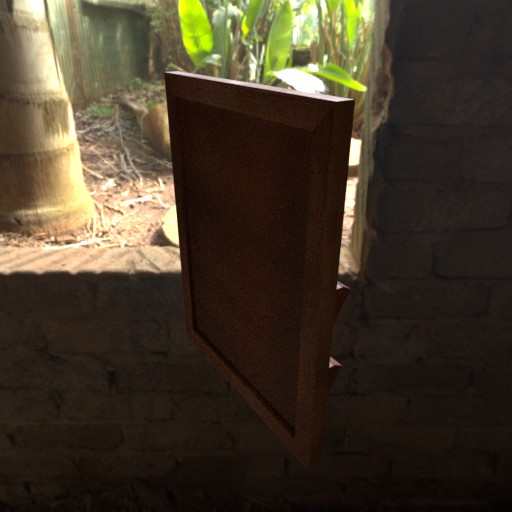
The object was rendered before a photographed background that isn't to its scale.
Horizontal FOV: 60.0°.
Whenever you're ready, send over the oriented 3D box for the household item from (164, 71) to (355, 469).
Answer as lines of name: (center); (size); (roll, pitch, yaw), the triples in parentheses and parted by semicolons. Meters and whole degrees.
household item: (0.000, 0.000, 0.551); (0.067, 0.407, 0.310); (-17, 32, -30)
